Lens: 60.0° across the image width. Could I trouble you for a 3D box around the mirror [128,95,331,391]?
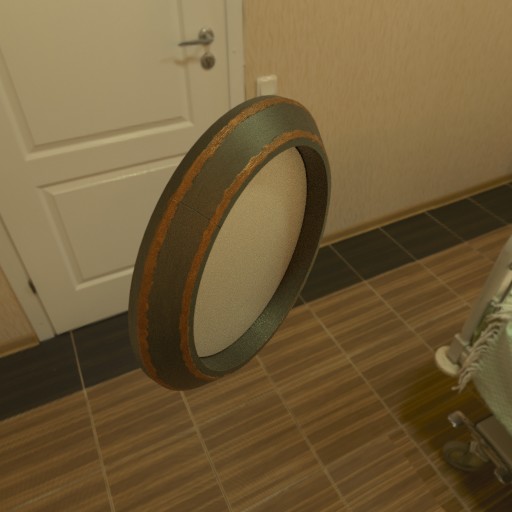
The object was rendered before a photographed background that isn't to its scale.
[{"bbox_3d":[0.000,0.000,1.331,0.111,0.907,0.907,24,47,25],"label":"mirror"}]
